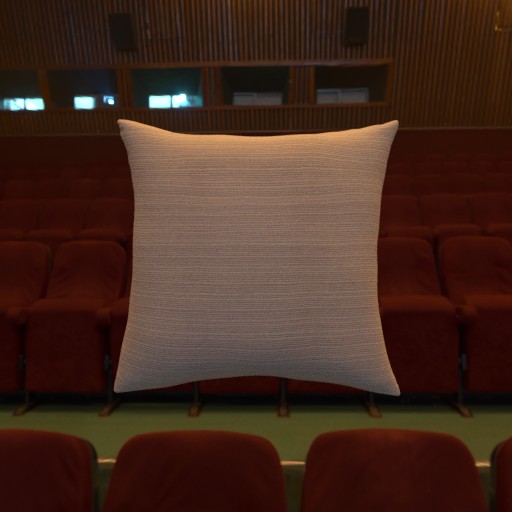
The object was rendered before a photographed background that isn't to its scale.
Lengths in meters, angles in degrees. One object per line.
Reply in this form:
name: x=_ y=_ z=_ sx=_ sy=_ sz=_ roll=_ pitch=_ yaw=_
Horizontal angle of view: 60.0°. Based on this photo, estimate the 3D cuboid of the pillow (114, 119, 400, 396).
pillow: x=0.000 y=0.000 z=0.793 sx=0.512 sy=0.497 sz=0.204 roll=0 pitch=-1 yaw=1
